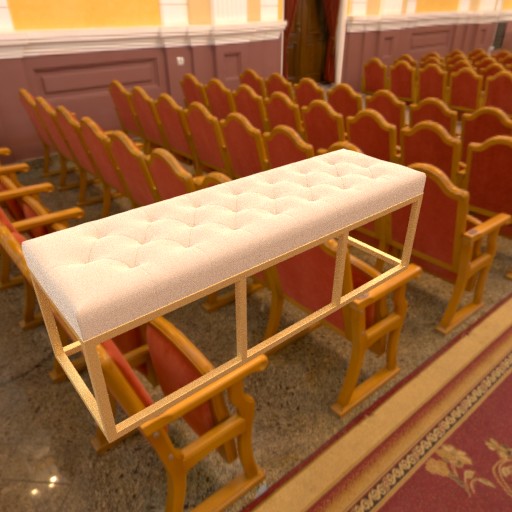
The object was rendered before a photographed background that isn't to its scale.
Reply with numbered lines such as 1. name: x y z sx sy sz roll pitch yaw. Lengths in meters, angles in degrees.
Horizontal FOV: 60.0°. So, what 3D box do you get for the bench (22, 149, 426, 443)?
1. bench: 0.000 0.000 1.697 1.473 0.484 0.457 -23 38 -33
